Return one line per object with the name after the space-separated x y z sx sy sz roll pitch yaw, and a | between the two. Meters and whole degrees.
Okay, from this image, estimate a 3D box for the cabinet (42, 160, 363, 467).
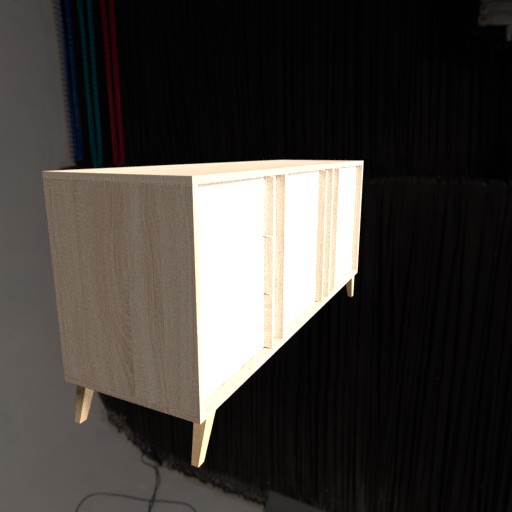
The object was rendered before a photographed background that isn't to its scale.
0.000 0.000 1.924 0.500 0.780 1.649 7 15 26 | cabinet
